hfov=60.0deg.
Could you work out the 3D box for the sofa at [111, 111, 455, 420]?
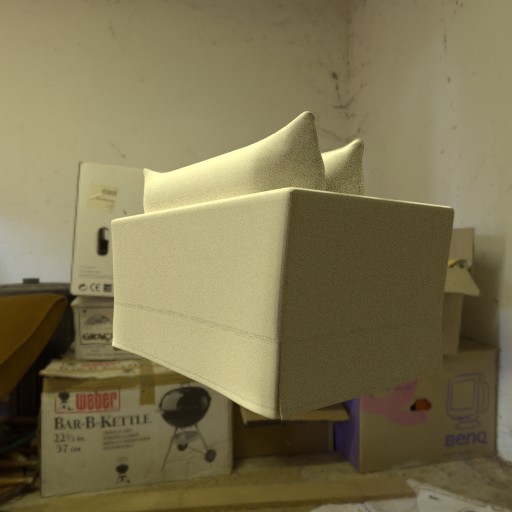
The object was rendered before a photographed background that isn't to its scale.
[{"bbox_3d":[0.000,0.000,2.284,1.026,1.039,1.608,0,0,-37],"label":"sofa"}]
